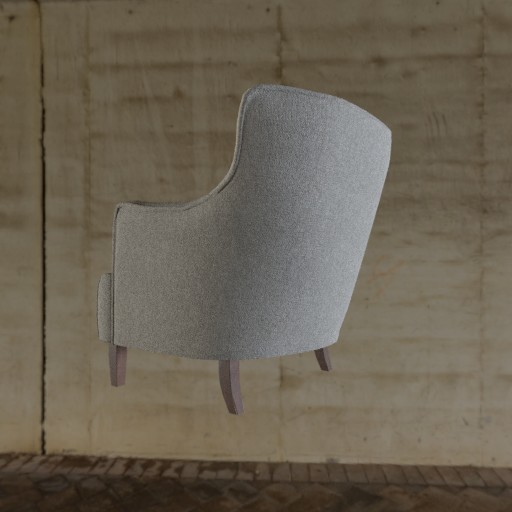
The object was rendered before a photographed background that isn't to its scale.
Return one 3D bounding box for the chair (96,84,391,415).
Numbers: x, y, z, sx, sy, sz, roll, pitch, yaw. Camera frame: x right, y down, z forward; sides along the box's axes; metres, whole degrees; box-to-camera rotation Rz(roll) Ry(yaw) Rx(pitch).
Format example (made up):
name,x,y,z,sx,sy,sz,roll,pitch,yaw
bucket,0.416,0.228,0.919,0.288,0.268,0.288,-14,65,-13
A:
name,x,y,z,sx,sy,sz,roll,pitch,yaw
chair,0.000,0.000,1.608,0.910,0.920,0.820,0,0,36
